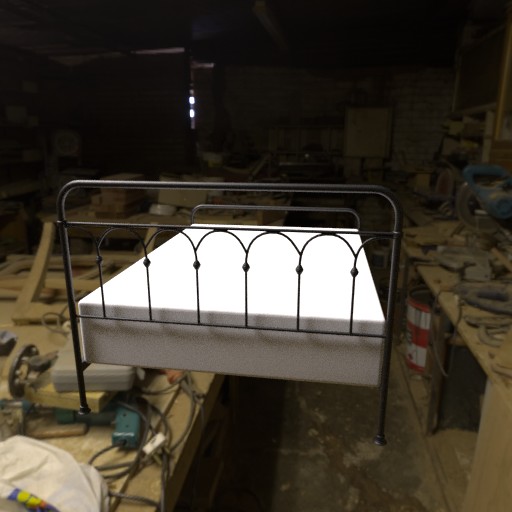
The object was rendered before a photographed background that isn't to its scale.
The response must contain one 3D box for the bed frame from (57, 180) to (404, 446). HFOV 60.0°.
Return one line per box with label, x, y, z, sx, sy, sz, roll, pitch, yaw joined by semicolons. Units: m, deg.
bed frame;0.000;0.000;3.190;1.664;1.276;2.203;2;16;9
